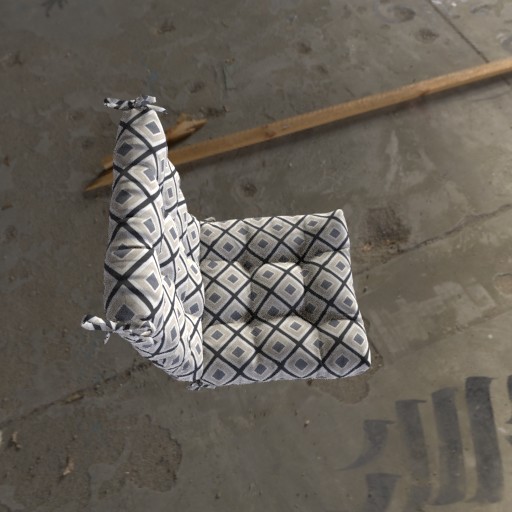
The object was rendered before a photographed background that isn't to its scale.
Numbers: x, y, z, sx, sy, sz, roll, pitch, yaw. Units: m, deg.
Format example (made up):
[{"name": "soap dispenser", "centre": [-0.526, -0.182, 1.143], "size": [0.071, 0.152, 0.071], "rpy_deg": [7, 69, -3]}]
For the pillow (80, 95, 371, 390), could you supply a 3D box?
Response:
[{"name": "pillow", "centre": [0.000, 0.000, 1.029], "size": [0.571, 0.605, 0.519], "rpy_deg": [-4, 64, -2]}]
